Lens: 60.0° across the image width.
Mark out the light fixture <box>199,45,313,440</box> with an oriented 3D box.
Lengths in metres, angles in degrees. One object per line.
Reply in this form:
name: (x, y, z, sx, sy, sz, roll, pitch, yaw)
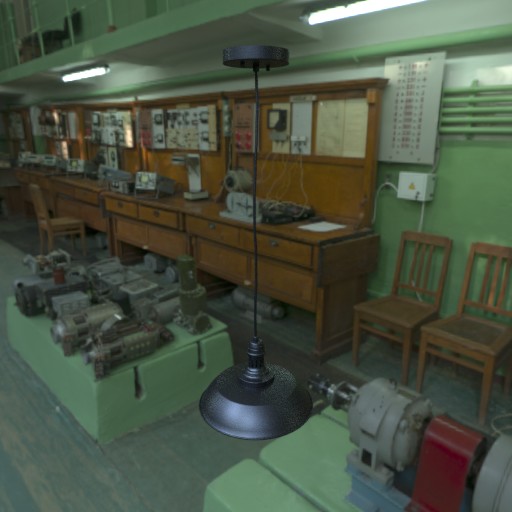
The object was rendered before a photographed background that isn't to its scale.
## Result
light fixture: (0.000, 0.000, 1.171, 0.331, 0.993, 0.331, -15, 22, -42)
